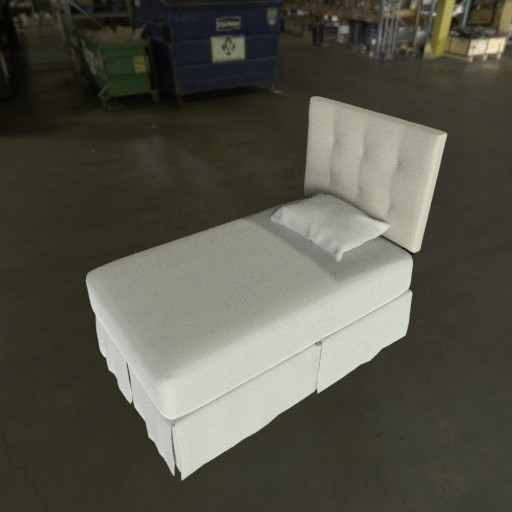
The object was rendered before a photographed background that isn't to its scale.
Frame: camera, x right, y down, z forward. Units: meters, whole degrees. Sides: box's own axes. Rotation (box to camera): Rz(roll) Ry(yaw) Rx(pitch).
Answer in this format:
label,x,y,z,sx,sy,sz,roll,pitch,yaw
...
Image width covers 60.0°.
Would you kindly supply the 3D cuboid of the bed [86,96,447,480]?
label,x,y,z,sx,sy,sz,roll,pitch,yaw
bed,0.000,0.000,2.912,1.997,1.571,1.261,-21,38,-30
